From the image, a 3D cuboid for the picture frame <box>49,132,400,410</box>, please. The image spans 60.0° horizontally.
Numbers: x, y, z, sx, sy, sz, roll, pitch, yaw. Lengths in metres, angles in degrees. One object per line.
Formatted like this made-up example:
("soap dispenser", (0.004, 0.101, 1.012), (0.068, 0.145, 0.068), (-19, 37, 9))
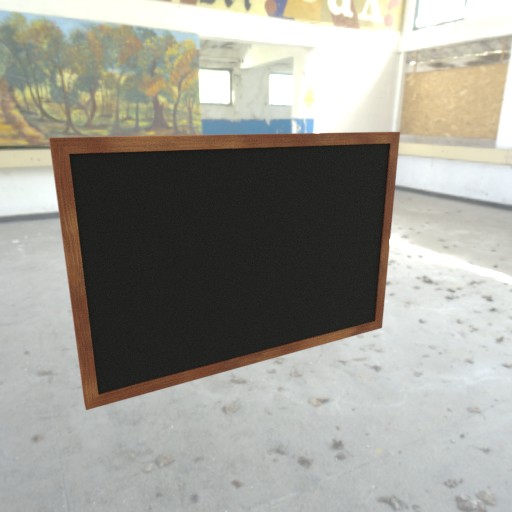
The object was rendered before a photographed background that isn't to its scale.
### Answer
("picture frame", (0.000, 0.000, 1.208), (0.950, 0.640, 0.029), (-9, 19, -27))
